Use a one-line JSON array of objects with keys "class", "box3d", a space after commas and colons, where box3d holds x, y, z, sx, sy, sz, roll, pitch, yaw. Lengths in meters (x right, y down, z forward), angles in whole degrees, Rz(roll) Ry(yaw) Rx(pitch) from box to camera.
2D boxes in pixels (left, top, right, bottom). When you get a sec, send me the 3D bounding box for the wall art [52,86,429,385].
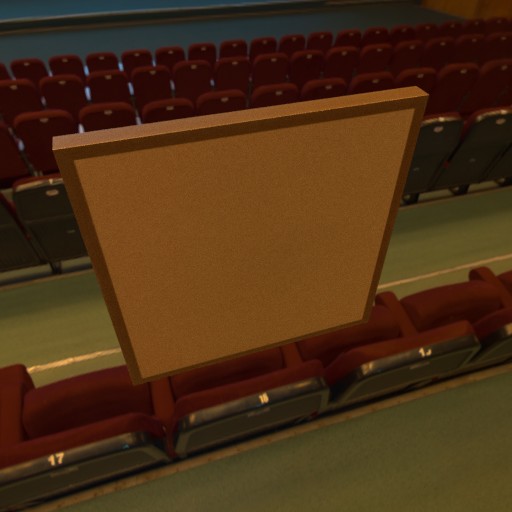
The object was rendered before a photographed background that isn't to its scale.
[{"class": "wall art", "box3d": [0.000, 0.000, 0.758, 0.510, 0.509, 0.033, -12, 44, -13]}]
